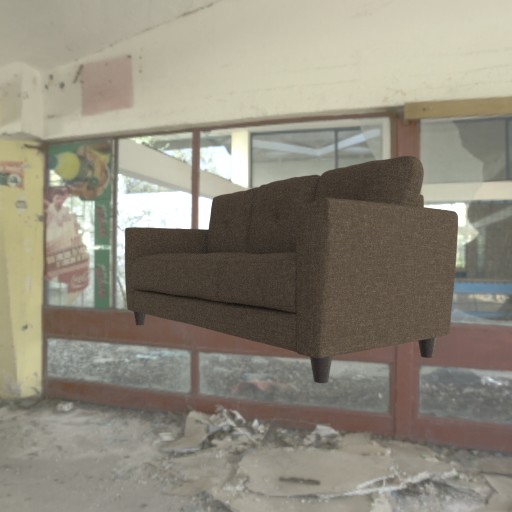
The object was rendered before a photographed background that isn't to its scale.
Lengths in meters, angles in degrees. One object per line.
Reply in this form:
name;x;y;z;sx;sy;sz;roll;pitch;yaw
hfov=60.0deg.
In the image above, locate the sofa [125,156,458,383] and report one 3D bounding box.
sofa;0.000;0.000;2.415;0.837;0.891;1.847;0;0;-37
